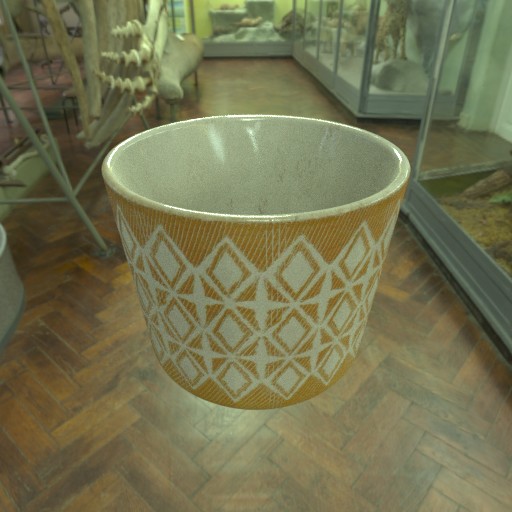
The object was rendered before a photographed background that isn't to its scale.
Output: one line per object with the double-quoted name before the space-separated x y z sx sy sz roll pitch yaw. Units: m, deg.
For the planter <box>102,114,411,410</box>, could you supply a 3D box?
"planter" 0.000 0.000 0.216 0.126 0.104 0.126 0 32 0
